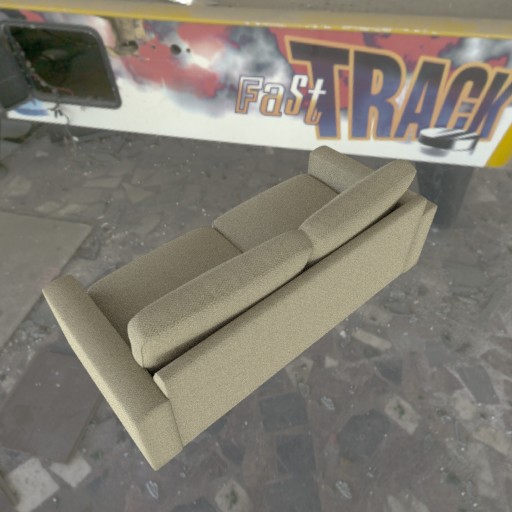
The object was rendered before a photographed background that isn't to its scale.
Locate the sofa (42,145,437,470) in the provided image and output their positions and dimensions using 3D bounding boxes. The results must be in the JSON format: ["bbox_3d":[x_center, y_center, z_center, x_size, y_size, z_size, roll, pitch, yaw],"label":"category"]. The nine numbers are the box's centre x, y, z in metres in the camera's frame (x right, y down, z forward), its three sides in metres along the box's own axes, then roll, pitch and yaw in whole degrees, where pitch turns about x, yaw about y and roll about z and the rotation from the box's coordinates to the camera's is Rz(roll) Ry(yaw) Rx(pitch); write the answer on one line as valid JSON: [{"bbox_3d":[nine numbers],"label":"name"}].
[{"bbox_3d":[0.000,0.000,2.652,2.179,0.873,1.016,-31,53,-28],"label":"sofa"}]
